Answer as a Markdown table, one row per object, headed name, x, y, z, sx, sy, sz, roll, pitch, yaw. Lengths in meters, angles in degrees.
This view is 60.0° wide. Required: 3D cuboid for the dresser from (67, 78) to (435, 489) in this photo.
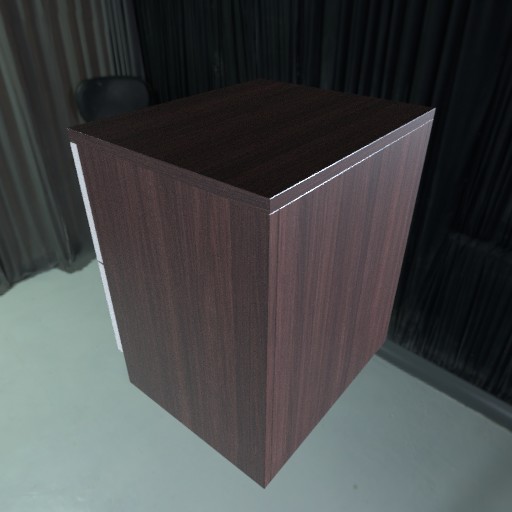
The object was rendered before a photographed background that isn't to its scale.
| name | x | y | z | sx | sy | sz | roll | pitch | yaw |
| --- | --- | --- | --- | --- | --- | --- | --- | --- | --- |
| dresser | 0.000 | 0.000 | 0.750 | 0.360 | 0.470 | 0.400 | 24 | 40 | 32 |
